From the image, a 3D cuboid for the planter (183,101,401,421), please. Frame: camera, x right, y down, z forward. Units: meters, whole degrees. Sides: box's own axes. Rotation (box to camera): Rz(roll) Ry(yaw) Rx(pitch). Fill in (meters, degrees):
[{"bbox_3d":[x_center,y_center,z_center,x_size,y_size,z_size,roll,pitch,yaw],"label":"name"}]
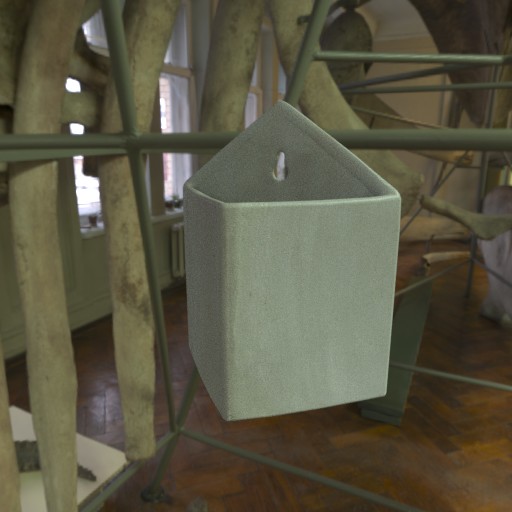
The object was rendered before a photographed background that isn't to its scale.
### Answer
[{"bbox_3d":[0.000,0.000,0.284,0.163,0.194,0.080,7,16,27],"label":"planter"}]
